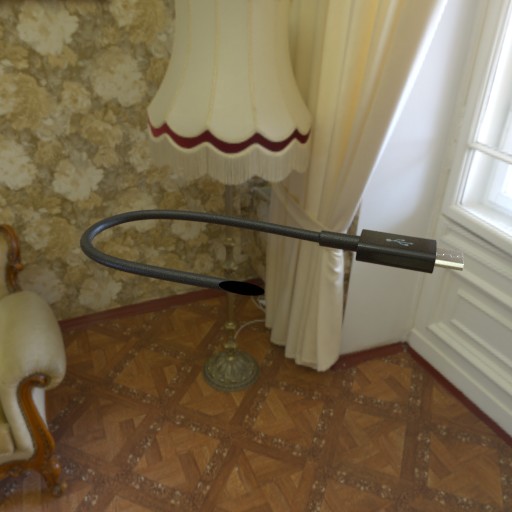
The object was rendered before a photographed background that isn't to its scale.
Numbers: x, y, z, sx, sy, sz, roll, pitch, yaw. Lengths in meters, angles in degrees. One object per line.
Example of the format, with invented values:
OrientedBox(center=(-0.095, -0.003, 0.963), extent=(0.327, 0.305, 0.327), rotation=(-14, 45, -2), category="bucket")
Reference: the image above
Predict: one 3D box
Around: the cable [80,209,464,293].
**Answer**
OrientedBox(center=(0.000, 0.000, 0.112), extent=(0.098, 0.006, 0.040), rotation=(10, 32, 17), category="cable")
